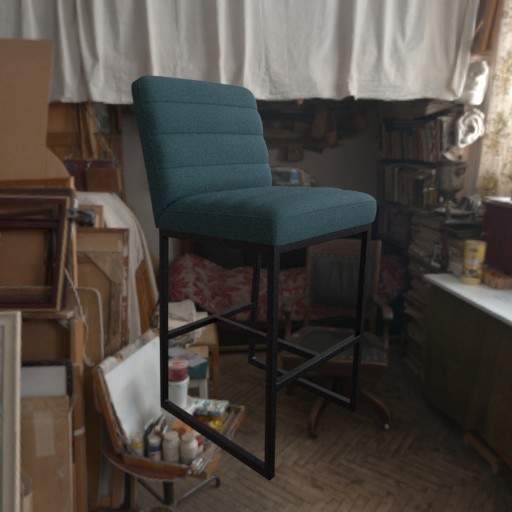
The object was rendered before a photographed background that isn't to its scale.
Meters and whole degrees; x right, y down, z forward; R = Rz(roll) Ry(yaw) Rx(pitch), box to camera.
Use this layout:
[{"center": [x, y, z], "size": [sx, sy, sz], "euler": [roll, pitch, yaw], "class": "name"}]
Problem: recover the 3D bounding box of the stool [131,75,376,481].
[{"center": [0.000, 0.000, 1.349], "size": [0.560, 1.040, 0.460], "euler": [13, 19, 42], "class": "stool"}]
